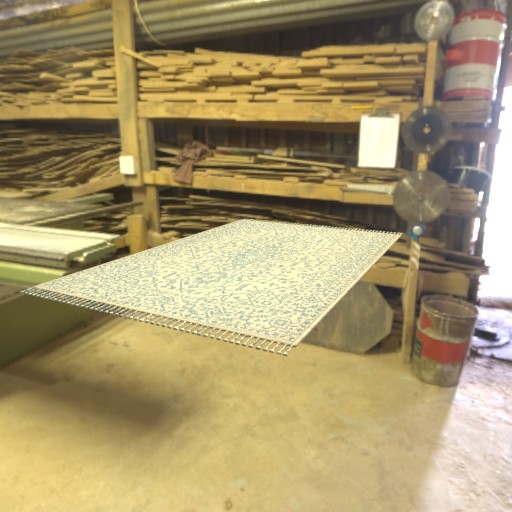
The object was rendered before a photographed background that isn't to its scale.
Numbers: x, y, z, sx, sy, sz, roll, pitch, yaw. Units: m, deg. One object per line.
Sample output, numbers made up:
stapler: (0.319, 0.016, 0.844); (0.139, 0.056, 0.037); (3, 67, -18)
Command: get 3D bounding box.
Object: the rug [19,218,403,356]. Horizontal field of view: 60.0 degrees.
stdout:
rug: (0.000, 0.000, 3.017); (1.524, 0.010, 2.438); (8, 17, 26)
